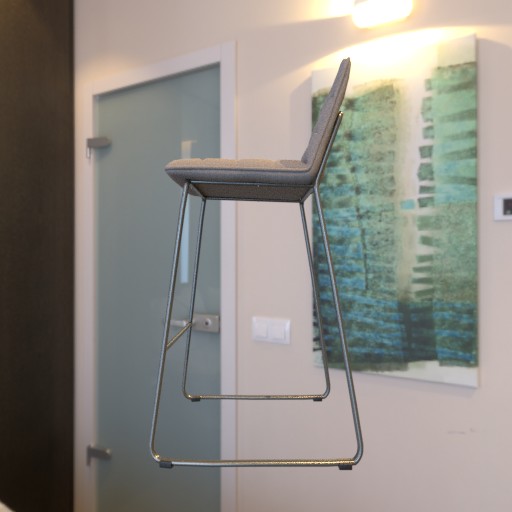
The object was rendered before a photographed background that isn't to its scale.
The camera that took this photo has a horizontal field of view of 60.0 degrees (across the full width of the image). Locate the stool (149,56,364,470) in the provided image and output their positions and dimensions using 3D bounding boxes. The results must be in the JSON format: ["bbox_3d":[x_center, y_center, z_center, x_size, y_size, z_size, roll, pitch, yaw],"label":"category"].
[{"bbox_3d":[0.000,0.000,1.237,0.490,0.960,0.490,0,0,0],"label":"stool"}]
